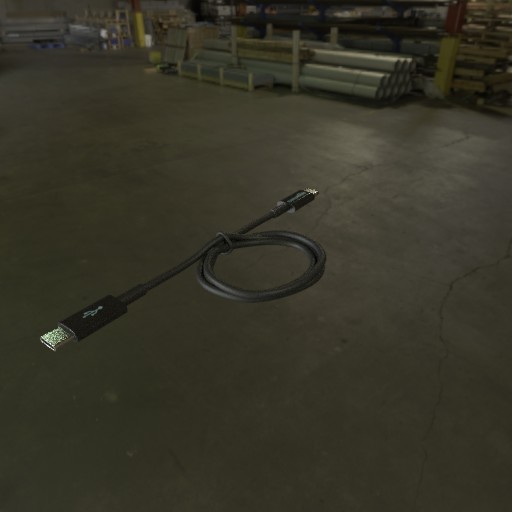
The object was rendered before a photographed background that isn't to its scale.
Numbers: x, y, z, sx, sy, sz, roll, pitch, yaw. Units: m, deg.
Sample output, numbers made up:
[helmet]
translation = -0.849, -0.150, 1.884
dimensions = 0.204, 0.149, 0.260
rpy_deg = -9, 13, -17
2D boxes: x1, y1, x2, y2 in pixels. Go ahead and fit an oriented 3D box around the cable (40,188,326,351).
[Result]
[cable]
translation = 0.000, 0.000, 0.231
dimensions = 0.070, 0.014, 0.203
rpy_deg = 21, 36, 31
